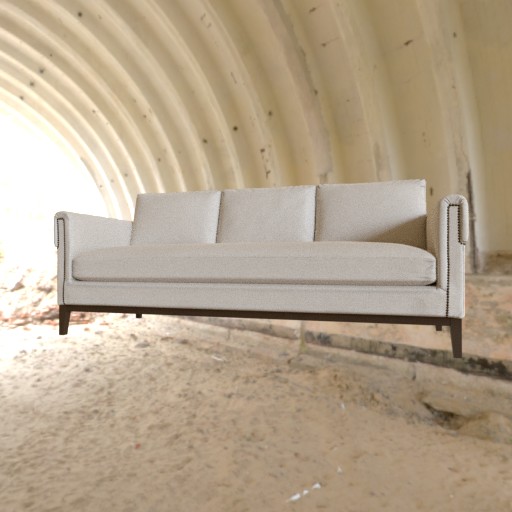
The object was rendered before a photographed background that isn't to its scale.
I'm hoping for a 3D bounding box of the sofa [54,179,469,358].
[{"bbox_3d":[0.000,0.000,2.635,2.198,0.911,0.902,0,-1,17],"label":"sofa"}]
